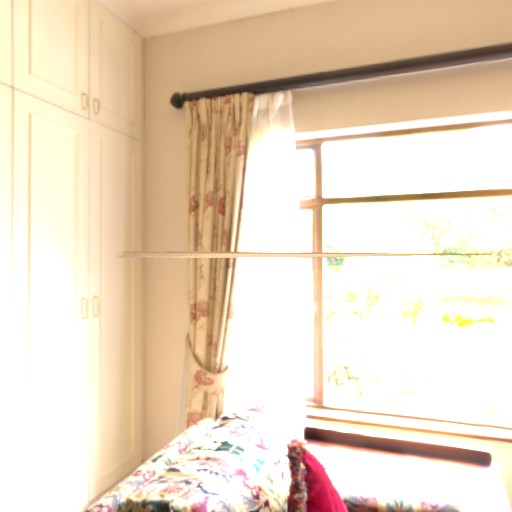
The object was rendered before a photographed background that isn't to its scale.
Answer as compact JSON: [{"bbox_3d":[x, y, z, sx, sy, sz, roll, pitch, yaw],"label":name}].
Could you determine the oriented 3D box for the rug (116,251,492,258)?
[{"bbox_3d":[0.000,0.000,4.110,2.453,0.010,3.037,0,-1,-18],"label":"rug"}]
